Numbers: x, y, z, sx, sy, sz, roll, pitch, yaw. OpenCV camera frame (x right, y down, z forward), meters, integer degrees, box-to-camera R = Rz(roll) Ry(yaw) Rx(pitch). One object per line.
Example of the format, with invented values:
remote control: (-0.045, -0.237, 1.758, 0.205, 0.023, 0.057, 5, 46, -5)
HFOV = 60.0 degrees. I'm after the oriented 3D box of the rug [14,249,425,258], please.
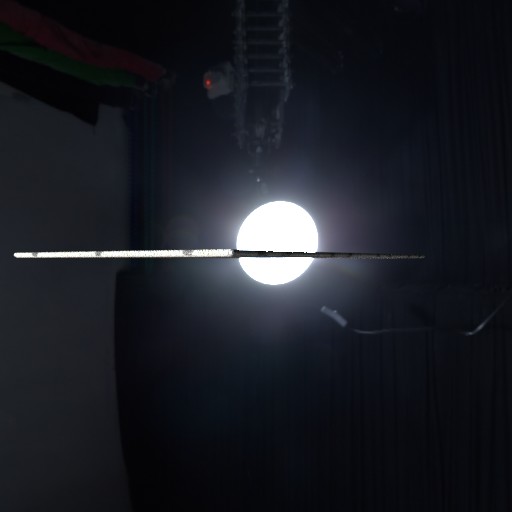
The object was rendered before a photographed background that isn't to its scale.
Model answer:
rug: (0.000, 0.000, 2.869, 1.501, 0.024, 2.348, 0, -1, 36)
